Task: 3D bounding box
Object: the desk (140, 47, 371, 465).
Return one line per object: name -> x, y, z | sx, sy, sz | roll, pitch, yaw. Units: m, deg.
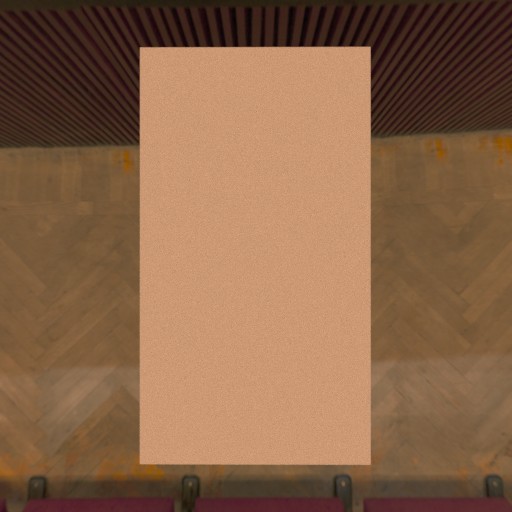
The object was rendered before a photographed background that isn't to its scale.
desk -> 0.000, 0.000, 1.319 | 0.498, 0.729, 0.900 | 0, 90, 0
